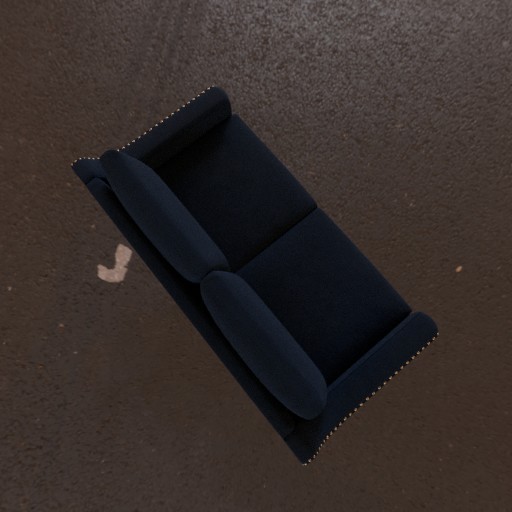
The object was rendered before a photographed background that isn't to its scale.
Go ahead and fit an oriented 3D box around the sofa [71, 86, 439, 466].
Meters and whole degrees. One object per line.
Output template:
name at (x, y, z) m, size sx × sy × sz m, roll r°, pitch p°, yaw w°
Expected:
sofa at (0.000, 0.000, 2.791) m, size 1.104 × 0.983 × 2.107 m, roll -38°, pitch 79°, yaw -9°
